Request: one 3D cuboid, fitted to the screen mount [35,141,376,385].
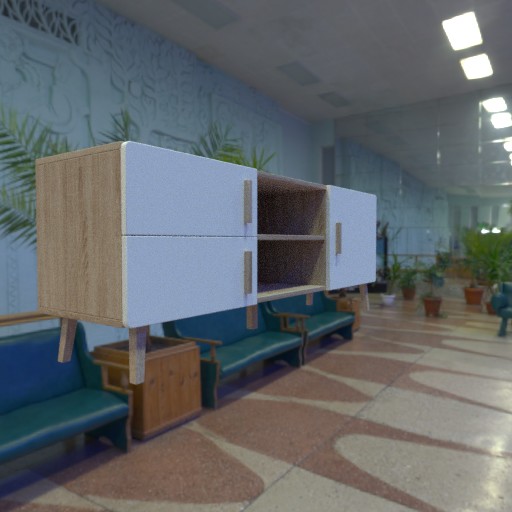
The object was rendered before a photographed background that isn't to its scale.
[{"bbox_3d":[0.000,0.000,1.721,0.420,0.570,1.500,1,2,36],"label":"screen mount"}]
